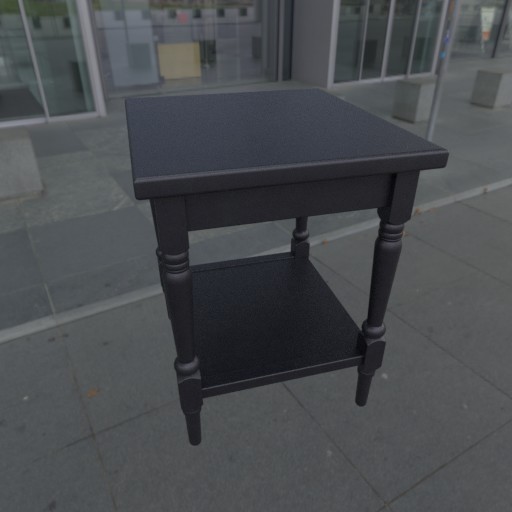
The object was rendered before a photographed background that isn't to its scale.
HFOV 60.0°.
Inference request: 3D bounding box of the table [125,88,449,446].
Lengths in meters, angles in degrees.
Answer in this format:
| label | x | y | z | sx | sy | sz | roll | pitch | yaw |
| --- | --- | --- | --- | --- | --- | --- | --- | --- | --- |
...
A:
| label | x | y | z | sx | sy | sz | roll | pitch | yaw |
| --- | --- | --- | --- | --- | --- | --- | --- | --- | --- |
| table | 0.000 | 0.000 | 0.929 | 0.442 | 0.565 | 0.488 | -8 | 32 | -13 |
